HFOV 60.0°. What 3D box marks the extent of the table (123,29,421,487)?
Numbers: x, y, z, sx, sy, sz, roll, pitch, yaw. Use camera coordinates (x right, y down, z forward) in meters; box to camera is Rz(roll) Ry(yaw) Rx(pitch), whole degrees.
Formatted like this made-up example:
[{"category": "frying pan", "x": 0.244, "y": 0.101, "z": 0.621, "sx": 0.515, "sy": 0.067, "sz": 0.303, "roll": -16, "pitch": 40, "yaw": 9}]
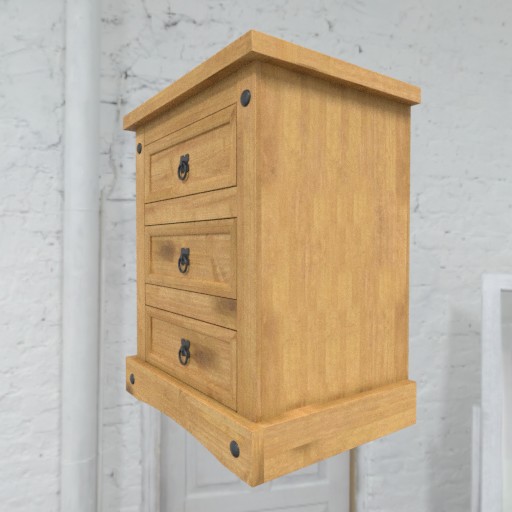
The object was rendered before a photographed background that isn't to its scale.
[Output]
[{"category": "table", "x": 0.000, "y": 0.000, "z": 1.194, "sx": 0.500, "sy": 0.813, "sz": 0.660, "roll": -1, "pitch": 2, "yaw": -36}]
